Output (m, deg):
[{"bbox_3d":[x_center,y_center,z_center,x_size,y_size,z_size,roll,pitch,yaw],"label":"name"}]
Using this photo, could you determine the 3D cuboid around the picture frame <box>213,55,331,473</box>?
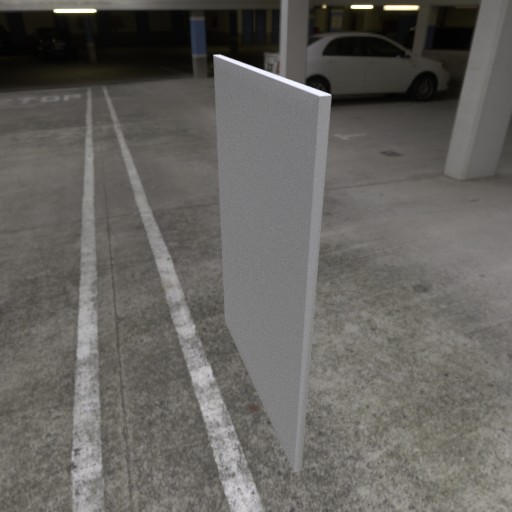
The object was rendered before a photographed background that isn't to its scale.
[{"bbox_3d":[0.000,0.000,0.682,0.012,0.534,0.381,-10,31,-17],"label":"picture frame"}]
